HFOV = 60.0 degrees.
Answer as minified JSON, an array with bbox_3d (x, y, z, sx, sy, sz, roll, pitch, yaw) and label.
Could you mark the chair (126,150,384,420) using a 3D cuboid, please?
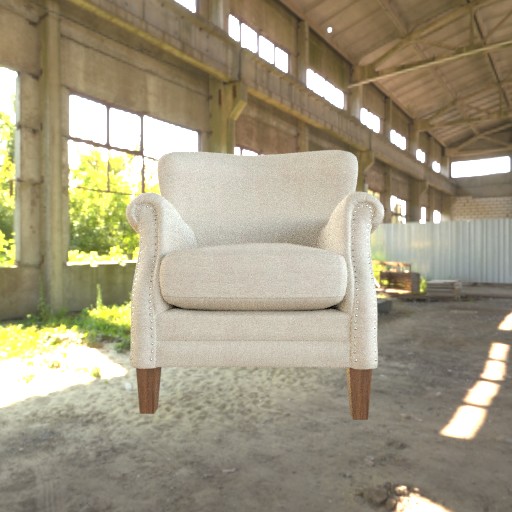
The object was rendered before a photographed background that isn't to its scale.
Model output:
[{"bbox_3d":[0.000,0.000,1.672,0.861,0.936,0.921,0,0,1],"label":"chair"}]
